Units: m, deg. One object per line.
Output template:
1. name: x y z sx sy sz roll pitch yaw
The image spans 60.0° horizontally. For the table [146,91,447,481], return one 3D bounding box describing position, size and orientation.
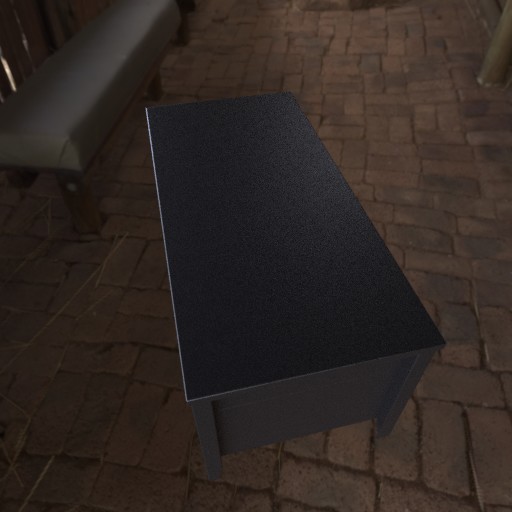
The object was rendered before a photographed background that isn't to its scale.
1. table: 0.000 0.000 1.283 0.483 0.457 1.016 -10 47 -9
